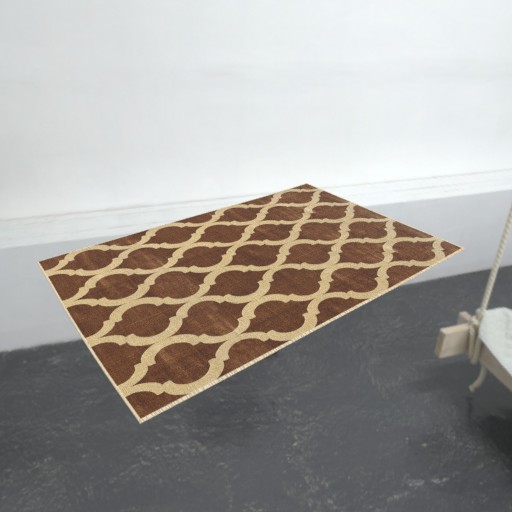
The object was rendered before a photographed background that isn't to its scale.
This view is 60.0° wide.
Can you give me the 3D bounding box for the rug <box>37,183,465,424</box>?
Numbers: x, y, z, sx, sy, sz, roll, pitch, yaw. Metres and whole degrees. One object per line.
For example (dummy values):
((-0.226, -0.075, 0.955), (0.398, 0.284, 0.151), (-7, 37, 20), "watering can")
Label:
((0.000, 0.000, 2.807), (2.284, 0.008, 1.522), (-21, 36, -32), "rug")
